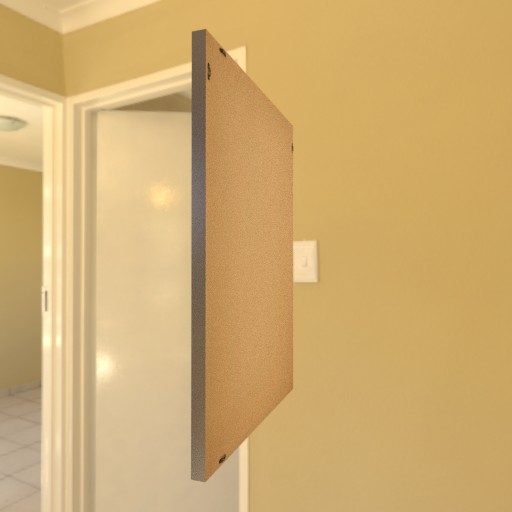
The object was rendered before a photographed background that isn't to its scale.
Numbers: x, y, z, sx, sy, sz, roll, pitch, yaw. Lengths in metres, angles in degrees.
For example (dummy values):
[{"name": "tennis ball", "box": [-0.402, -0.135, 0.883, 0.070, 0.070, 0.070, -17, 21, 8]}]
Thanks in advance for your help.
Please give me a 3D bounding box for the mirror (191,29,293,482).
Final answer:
[{"name": "mirror", "box": [0.000, 0.000, 1.357, 0.041, 1.016, 0.762, 0, -1, 20]}]
